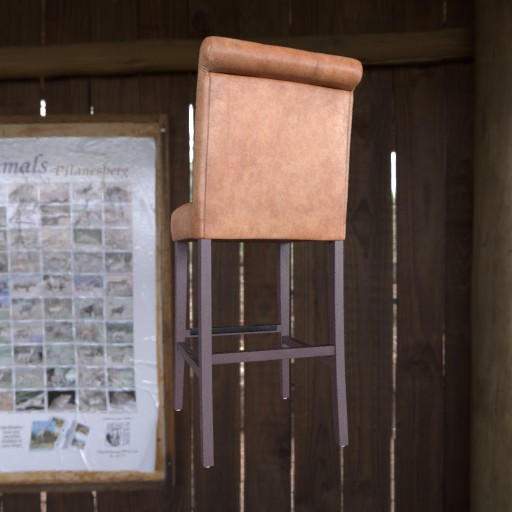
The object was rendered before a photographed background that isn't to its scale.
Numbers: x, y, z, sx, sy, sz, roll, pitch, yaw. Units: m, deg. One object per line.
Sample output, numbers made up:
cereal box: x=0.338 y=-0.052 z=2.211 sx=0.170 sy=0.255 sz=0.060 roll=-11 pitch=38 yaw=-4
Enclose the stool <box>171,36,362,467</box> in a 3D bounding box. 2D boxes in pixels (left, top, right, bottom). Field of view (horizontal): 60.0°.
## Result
stool: x=0.000 y=0.000 z=1.457 sx=0.493 sy=1.140 sz=0.601 roll=0 pitch=0 yaw=-19
